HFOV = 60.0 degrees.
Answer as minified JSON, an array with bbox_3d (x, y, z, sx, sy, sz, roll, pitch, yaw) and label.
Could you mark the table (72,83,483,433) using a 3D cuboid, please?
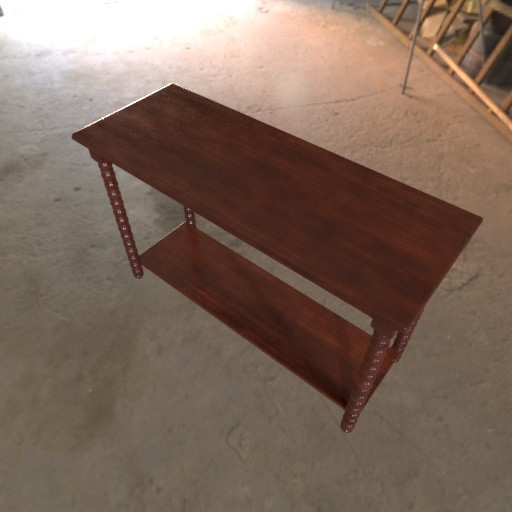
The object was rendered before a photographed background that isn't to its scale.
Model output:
[{"bbox_3d":[0.000,0.000,1.570,1.184,0.740,0.459,31,55,25],"label":"table"}]
